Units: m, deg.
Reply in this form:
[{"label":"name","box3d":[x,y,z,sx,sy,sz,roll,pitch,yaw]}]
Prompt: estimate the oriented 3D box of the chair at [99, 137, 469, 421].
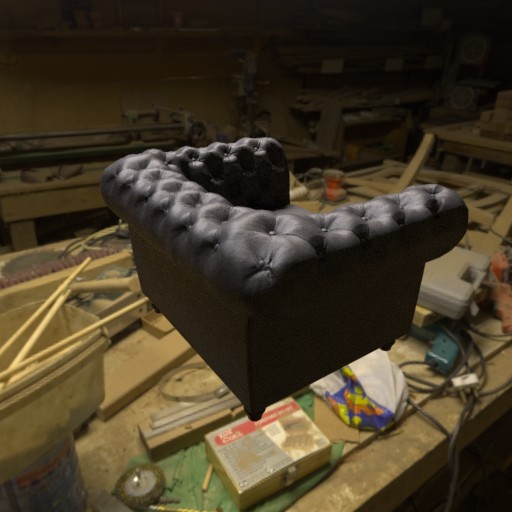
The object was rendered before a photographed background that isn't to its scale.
[{"label":"chair","box3d":[0.000,0.000,1.885,0.943,0.780,1.298,-17,31,-31]}]
